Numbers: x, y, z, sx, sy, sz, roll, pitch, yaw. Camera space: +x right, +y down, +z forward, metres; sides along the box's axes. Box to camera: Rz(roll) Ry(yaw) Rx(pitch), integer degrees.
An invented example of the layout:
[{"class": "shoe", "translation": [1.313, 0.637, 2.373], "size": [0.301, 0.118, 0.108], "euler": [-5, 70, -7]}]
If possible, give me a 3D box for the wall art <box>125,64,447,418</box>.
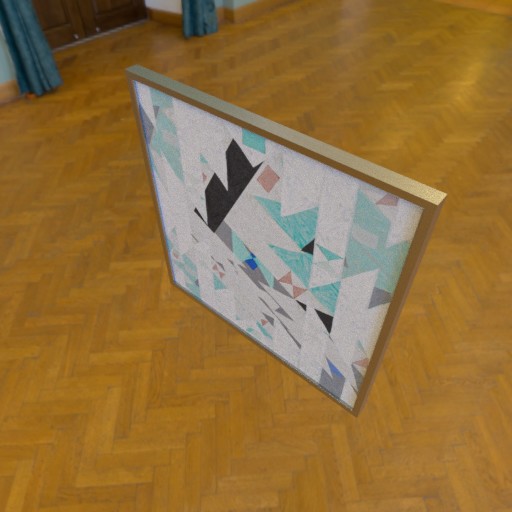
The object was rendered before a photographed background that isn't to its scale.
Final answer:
[{"class": "wall art", "translation": [0.000, 0.000, 1.203], "size": [0.806, 0.806, 0.038], "euler": [31, 54, 27]}]
